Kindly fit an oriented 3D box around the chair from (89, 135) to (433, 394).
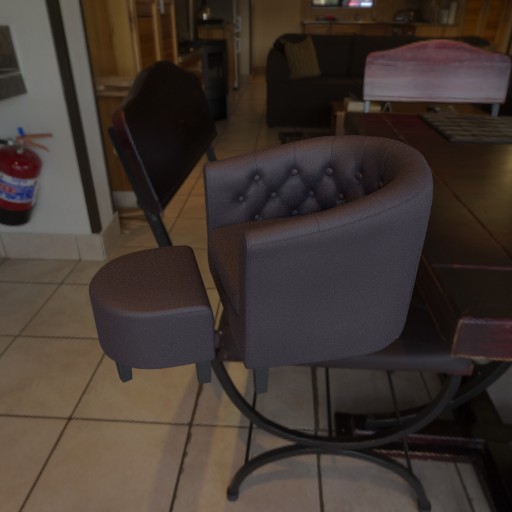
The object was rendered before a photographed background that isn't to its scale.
[{"bbox_3d":[0.000,0.000,1.640,1.191,0.760,0.763,-7,29,-13],"label":"chair"}]
